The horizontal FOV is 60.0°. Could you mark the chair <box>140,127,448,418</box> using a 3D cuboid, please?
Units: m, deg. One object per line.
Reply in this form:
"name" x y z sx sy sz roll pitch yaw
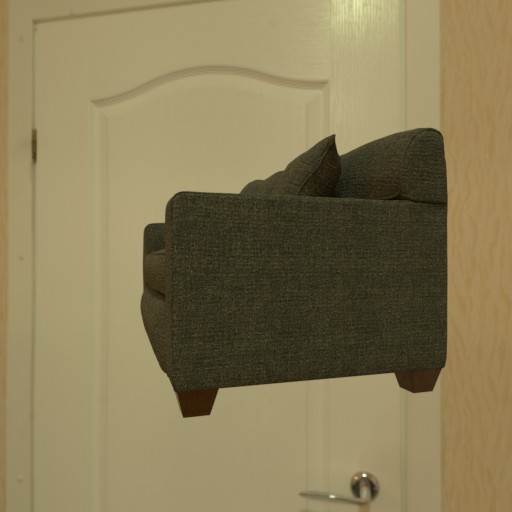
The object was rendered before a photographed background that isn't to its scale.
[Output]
"chair" 0.000 0.000 2.034 1.000 0.948 1.383 0 0 -17
